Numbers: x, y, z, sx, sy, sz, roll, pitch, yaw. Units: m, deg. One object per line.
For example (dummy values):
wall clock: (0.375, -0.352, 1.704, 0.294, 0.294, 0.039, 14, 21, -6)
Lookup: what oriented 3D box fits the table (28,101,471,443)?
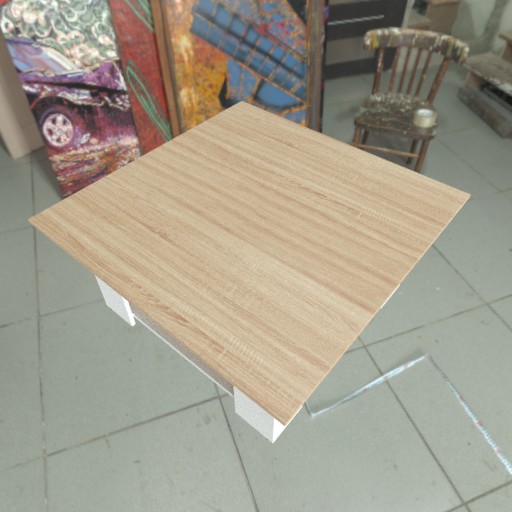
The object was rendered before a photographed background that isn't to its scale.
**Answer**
table: (0.000, 0.000, 1.055, 0.670, 0.305, 0.670, 31, 54, 26)
